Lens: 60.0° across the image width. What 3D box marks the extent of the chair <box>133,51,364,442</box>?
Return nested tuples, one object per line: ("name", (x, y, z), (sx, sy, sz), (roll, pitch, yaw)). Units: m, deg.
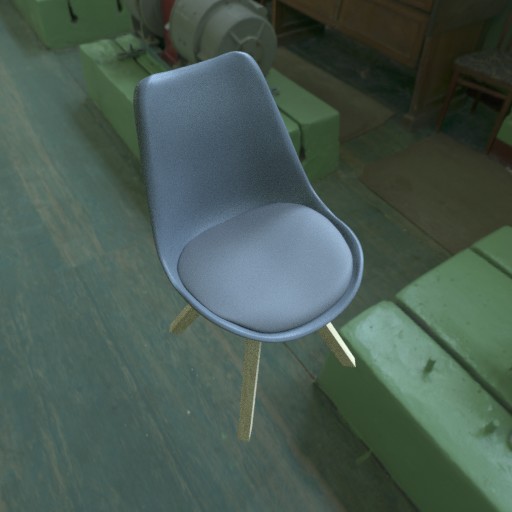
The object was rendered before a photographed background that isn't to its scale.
("chair", (0.000, 0.000, 1.184), (0.485, 0.850, 0.550), (-27, 53, -23))
